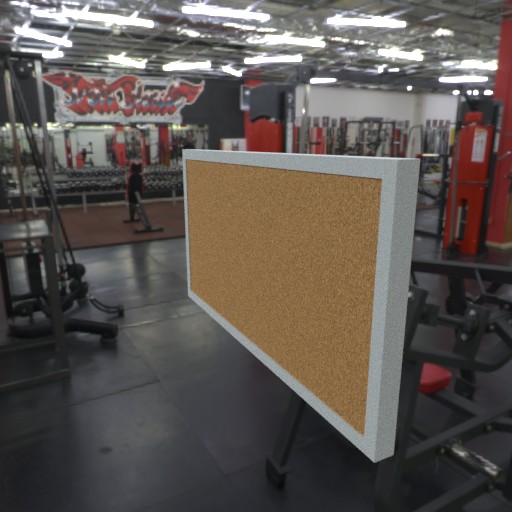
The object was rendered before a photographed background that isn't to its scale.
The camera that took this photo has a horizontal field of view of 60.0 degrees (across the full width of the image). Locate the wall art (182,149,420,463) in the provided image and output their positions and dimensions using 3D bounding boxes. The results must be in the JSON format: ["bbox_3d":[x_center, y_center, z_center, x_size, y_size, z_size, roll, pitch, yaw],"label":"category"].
[{"bbox_3d":[0.000,0.000,0.946,0.038,0.431,0.812,-7,16,-27],"label":"wall art"}]
